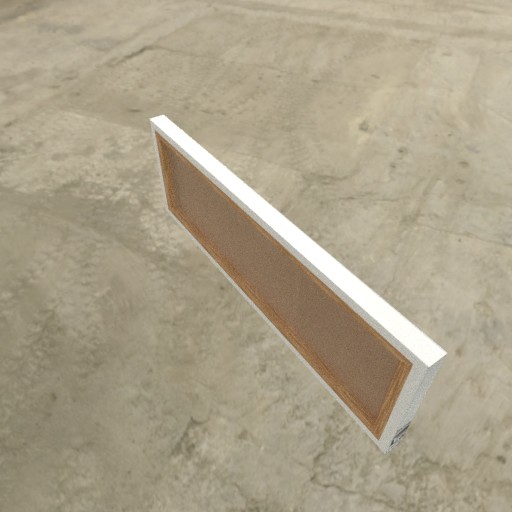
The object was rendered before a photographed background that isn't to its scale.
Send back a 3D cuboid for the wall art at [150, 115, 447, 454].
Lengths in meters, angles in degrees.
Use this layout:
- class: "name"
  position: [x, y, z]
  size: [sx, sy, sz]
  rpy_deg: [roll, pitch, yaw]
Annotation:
- class: "wall art"
  position: [0.000, 0.000, 0.849]
  size: [0.036, 0.256, 0.766]
  rpy_deg: [-26, 50, -24]
